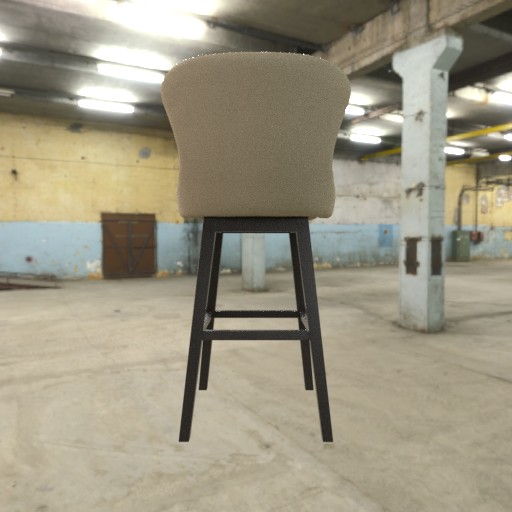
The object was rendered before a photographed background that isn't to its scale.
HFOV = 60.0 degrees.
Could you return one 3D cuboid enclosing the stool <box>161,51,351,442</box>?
[{"bbox_3d":[0.000,0.000,1.433,0.528,1.066,0.605,0,2,0],"label":"stool"}]
